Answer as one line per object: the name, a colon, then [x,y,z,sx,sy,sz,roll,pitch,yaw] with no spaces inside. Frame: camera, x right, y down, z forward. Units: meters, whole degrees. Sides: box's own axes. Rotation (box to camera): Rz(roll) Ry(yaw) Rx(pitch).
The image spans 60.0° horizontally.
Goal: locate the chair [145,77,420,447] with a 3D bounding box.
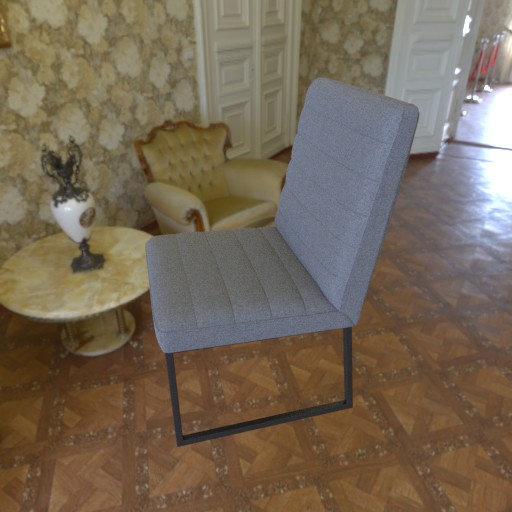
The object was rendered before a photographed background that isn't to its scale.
chair: [0.000,0.000,1.320,0.634,0.930,0.520,-8,30,-13]
